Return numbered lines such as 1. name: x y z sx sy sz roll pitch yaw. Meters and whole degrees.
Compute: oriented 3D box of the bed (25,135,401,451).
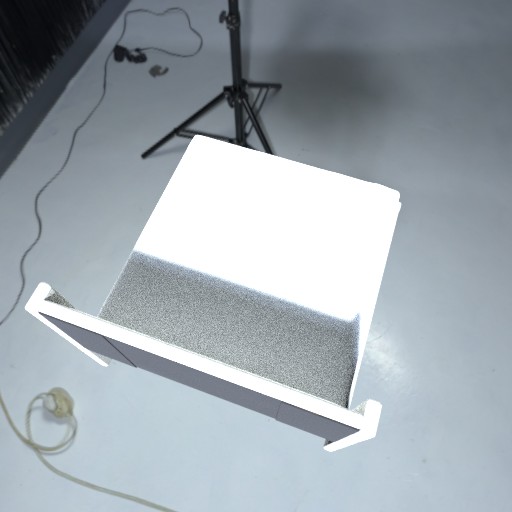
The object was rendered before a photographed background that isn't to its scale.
1. bed: 0.000 0.000 3.615 2.140 1.470 2.280 18 65 9
